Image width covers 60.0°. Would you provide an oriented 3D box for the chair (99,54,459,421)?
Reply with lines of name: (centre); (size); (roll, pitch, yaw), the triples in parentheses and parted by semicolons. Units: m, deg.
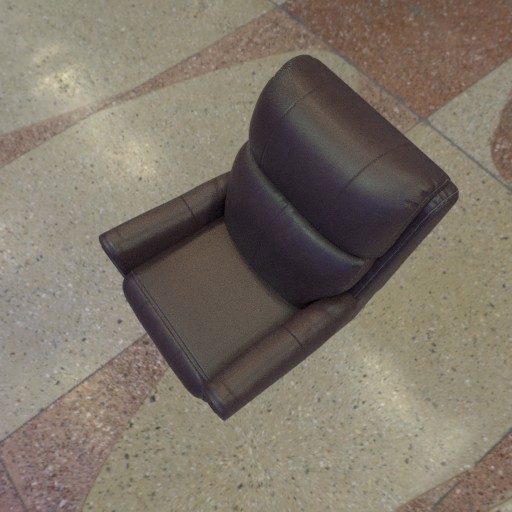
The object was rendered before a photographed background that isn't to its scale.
chair: (0.000, 0.000, 1.729); (1.014, 1.054, 0.838); (-35, 70, -14)
